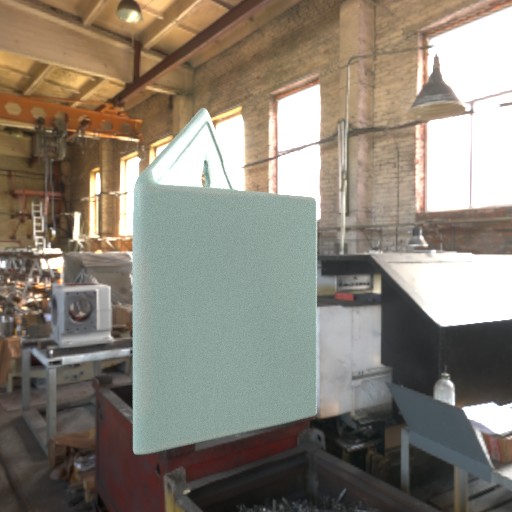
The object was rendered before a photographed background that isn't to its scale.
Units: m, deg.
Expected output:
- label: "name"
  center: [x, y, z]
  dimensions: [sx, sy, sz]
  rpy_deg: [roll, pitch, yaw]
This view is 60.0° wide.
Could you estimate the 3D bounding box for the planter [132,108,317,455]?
- label: "planter"
  center: [0.000, 0.000, 0.286]
  dimensions: [0.079, 0.197, 0.164]
  rpy_deg: [0, 1, 18]
